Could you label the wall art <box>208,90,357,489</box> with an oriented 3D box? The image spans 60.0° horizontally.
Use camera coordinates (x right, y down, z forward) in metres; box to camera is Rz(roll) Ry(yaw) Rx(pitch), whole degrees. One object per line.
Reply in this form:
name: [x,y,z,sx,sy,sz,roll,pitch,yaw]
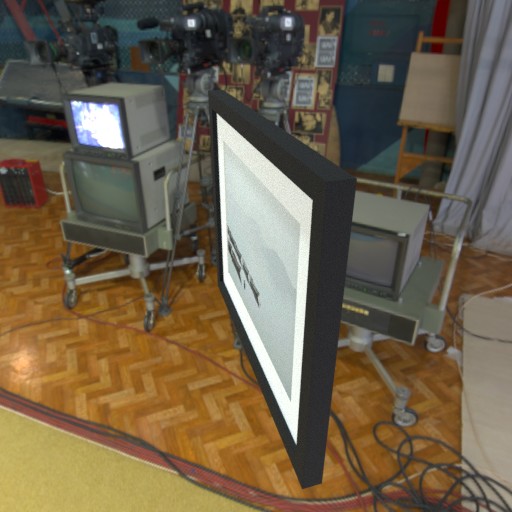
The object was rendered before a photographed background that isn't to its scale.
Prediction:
wall art: [0.000,0.000,0.752,0.030,0.454,0.554,-8,30,-15]
